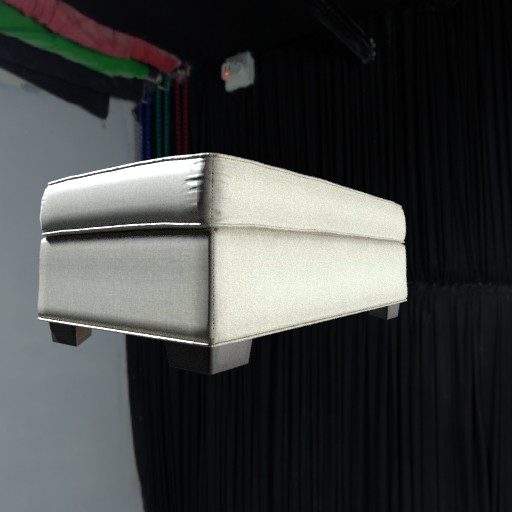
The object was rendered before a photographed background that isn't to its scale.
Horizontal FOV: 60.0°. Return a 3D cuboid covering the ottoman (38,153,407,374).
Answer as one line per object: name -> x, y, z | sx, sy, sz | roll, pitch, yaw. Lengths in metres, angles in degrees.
ottoman -> 0.000, 0.000, 1.403 | 0.617, 0.448, 1.097 | 0, 0, 36
